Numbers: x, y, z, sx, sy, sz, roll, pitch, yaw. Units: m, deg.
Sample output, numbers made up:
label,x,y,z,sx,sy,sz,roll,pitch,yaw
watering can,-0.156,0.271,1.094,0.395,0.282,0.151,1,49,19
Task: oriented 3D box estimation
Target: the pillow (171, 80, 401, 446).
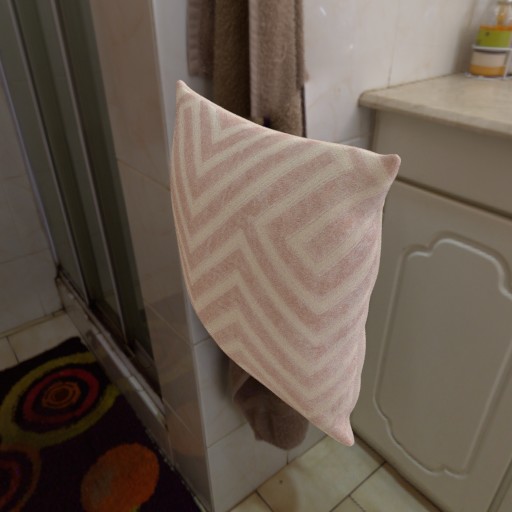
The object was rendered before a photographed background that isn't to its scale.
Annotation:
label,x,y,z,sx,sy,sz,roll,pitch,yaw
pillow,0.000,0.000,0.664,0.182,0.441,0.440,-21,37,-30
